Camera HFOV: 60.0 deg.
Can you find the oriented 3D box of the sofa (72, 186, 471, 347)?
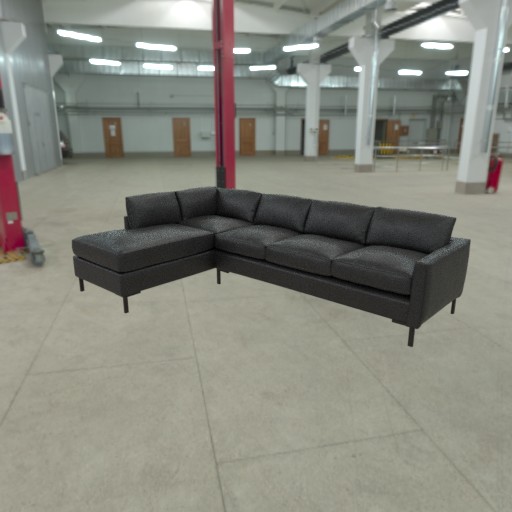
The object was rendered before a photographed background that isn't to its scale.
[{"bbox_3d":[0.000,0.000,3.905,2.984,0.877,1.938,14,21,40],"label":"sofa"}]
